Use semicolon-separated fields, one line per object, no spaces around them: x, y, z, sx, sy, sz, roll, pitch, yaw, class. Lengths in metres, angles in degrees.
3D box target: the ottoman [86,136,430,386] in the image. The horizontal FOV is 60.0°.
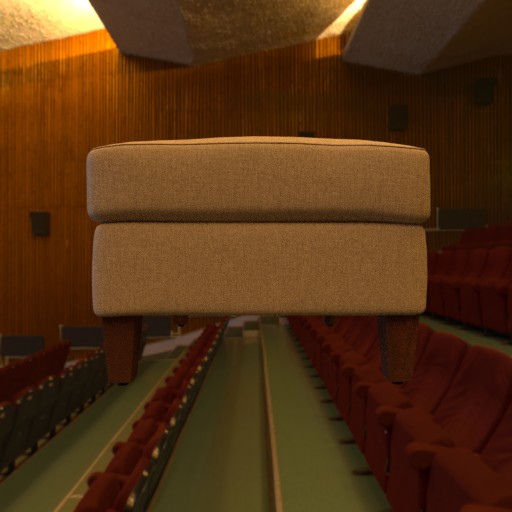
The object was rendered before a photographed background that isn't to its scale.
0.000;0.000;1.269;0.677;0.519;0.898;0;0;-1;ottoman
